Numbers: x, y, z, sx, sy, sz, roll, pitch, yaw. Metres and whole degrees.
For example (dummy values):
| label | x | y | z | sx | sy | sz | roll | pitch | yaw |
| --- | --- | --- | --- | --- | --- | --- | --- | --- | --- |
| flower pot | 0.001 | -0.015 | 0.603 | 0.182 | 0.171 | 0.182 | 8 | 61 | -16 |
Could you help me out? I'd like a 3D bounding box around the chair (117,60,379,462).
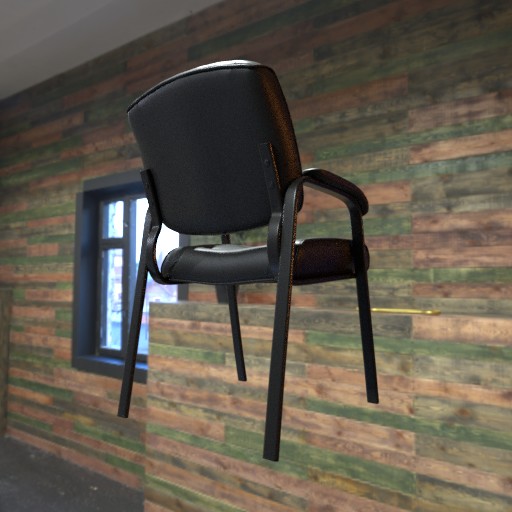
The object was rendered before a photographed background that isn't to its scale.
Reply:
| label | x | y | z | sx | sy | sz | roll | pitch | yaw |
| --- | --- | --- | --- | --- | --- | --- | --- | --- | --- |
| chair | 0.000 | 0.000 | 1.341 | 0.591 | 0.910 | 0.668 | -2 | -4 | 36 |
